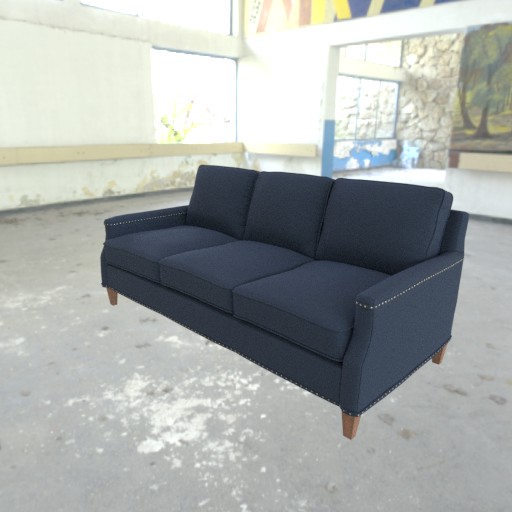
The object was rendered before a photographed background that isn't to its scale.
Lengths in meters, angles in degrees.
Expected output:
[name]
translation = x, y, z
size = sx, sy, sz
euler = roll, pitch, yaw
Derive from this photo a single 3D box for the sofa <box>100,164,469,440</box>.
[sofa]
translation = 0.000, 0.000, 2.829
size = 1.084, 1.003, 2.246
euler = -16, 23, -43
